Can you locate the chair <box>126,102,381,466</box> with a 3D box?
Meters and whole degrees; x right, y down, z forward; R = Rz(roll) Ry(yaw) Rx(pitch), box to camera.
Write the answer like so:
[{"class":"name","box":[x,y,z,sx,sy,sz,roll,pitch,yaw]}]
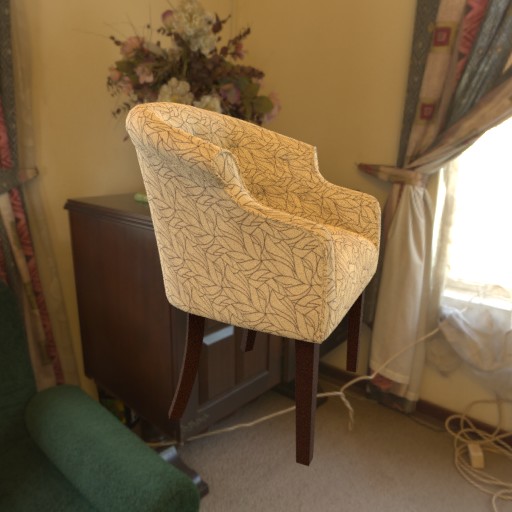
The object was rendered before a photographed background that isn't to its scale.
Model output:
[{"class":"chair","box":[0.000,0.000,1.286,0.613,0.858,0.686,7,16,24]}]
